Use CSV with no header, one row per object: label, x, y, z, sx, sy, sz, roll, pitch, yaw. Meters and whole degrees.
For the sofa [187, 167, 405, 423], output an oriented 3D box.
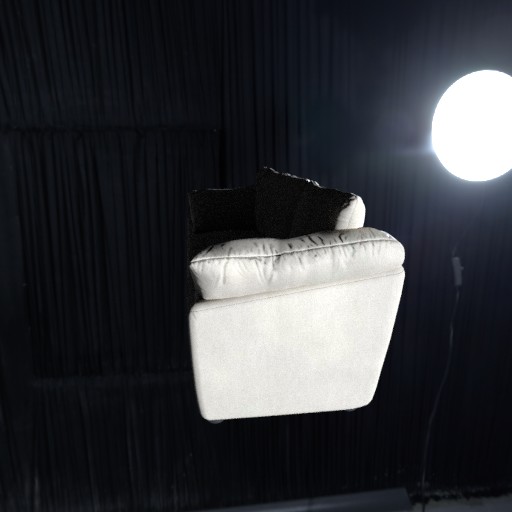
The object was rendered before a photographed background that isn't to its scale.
sofa,0.000,0.000,2.803,0.878,0.996,2.334,-2,14,-8
